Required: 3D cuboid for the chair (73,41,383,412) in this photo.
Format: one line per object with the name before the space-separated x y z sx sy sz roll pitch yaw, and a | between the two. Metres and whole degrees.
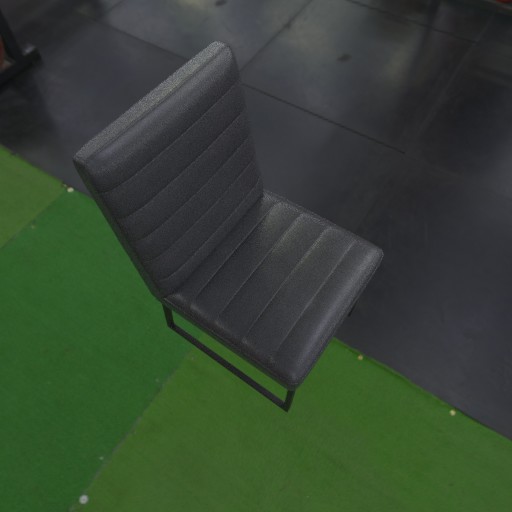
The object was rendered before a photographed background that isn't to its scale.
chair | 0.000 0.000 1.336 0.634 0.930 0.520 31 64 17
